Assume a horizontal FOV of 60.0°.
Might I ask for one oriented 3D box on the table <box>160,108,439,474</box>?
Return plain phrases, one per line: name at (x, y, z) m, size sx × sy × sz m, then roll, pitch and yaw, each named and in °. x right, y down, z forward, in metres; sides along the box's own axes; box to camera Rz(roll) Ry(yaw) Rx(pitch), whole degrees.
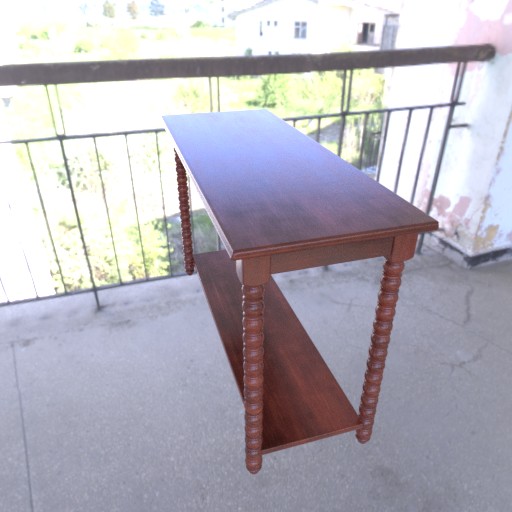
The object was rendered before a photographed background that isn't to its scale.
table at (0.000, 0.000, 1.543) m, size 0.459 × 0.740 × 1.184 m, roll -9°, pitch 31°, yaw -15°
